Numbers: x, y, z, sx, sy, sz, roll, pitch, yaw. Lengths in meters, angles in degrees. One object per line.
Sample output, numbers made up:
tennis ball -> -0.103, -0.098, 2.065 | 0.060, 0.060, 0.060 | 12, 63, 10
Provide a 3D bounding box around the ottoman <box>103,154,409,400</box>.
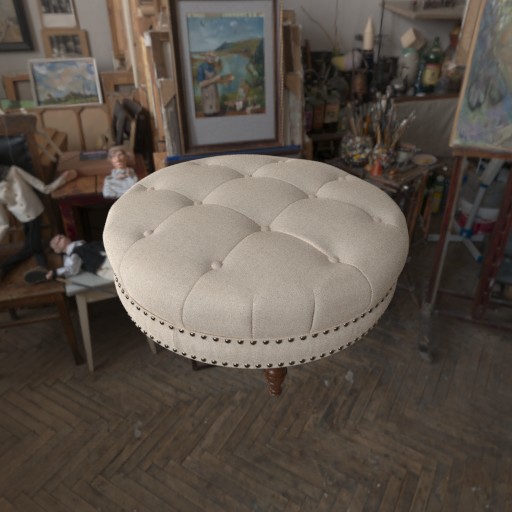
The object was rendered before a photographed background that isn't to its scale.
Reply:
ottoman -> 0.000, 0.000, 1.493 | 0.940, 0.483, 0.940 | 0, 34, 0
